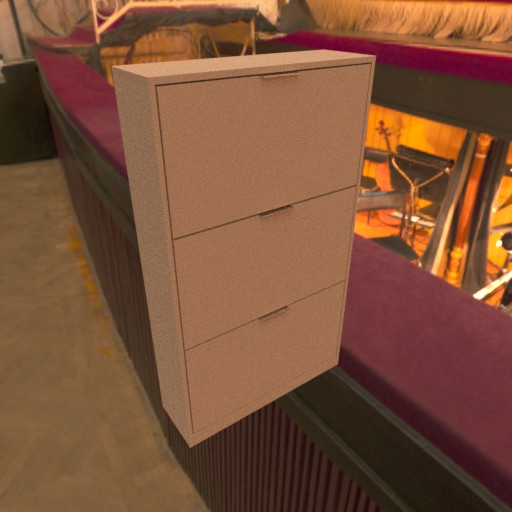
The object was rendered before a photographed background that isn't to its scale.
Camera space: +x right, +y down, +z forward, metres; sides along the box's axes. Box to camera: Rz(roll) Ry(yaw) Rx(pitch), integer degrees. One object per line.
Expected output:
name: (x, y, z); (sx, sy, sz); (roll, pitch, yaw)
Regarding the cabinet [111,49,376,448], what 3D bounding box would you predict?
cabinet: (0.000, 0.000, 1.578); (0.750, 1.280, 0.250); (-20, 35, -30)
